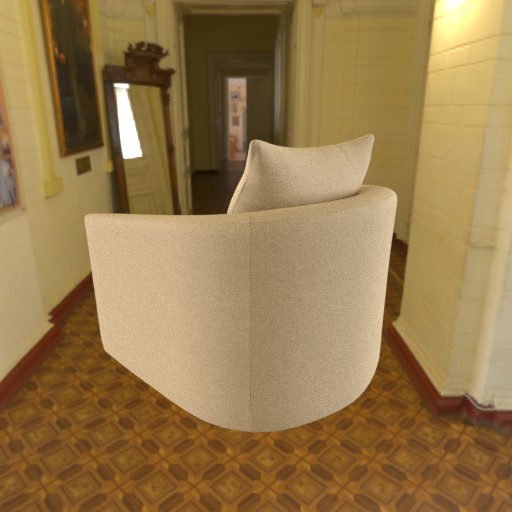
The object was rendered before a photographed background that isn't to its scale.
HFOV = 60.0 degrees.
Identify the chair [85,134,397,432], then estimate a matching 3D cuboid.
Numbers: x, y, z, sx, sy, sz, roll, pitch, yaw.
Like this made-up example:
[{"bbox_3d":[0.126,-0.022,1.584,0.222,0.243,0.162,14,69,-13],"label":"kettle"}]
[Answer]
[{"bbox_3d":[0.000,0.000,1.586,0.910,0.848,0.845,17,24,42],"label":"chair"}]
